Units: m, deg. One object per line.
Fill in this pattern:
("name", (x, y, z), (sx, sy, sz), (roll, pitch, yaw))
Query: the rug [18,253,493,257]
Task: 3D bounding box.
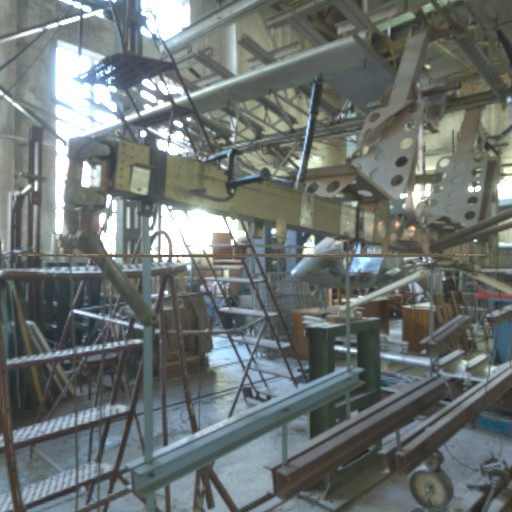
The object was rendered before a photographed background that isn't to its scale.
("rug", (0.000, 0.000, 2.722), (2.135, 0.013, 1.524), (0, 0, 0))
